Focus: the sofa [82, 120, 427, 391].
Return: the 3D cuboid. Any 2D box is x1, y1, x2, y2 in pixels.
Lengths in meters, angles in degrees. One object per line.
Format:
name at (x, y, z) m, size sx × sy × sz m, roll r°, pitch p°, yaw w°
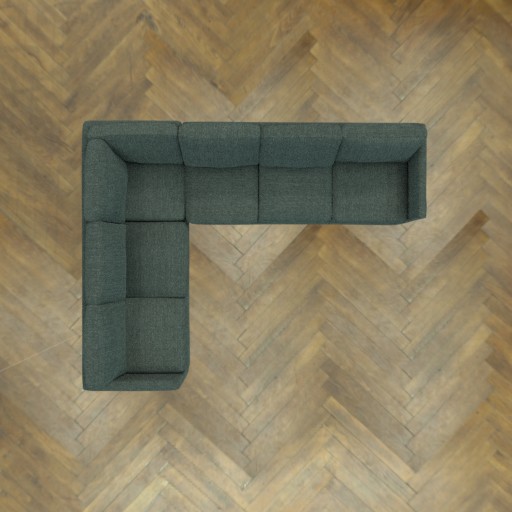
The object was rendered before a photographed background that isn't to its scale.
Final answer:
sofa at (0.000, 0.000, 4.437) m, size 3.302 × 0.947 × 2.593 m, roll 0°, pitch 90°, yaw -1°
